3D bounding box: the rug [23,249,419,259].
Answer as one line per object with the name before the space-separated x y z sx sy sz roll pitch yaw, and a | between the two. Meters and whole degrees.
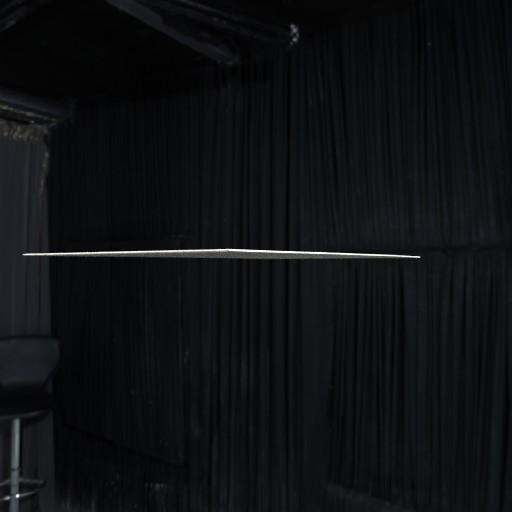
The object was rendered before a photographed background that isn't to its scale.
rug | 0.000 0.000 3.052 1.529 0.012 2.435 -1 -1 36
